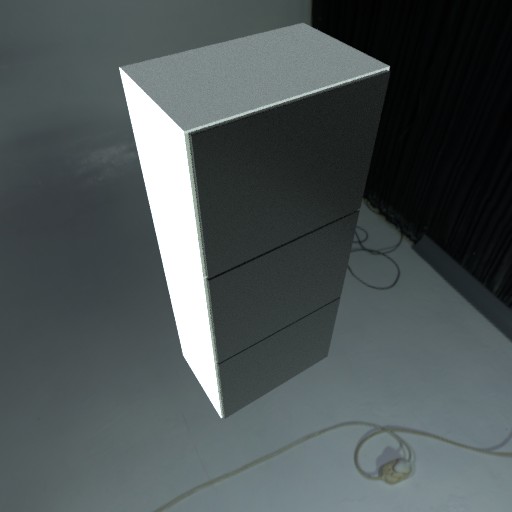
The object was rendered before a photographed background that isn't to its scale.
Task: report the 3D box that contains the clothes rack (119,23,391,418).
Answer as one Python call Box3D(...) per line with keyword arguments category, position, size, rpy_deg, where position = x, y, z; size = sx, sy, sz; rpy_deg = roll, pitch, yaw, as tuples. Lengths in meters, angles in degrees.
Box3D(category="clothes rack", position=(0.000, 0.000, 1.394), size=(0.500, 1.187, 0.330), rpy_deg=(-25, 51, -22))
